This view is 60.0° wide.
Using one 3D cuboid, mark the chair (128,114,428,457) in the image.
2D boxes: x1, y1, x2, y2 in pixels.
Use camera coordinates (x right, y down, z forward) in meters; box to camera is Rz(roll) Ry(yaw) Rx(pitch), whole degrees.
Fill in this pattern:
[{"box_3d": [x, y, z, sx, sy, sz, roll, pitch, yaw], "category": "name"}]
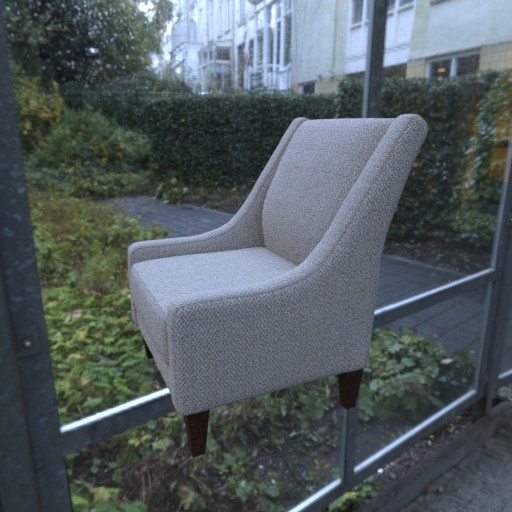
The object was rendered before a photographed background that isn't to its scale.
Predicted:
[{"box_3d": [0.000, 0.000, 1.674, 0.870, 1.014, 0.774, -7, 18, -24], "category": "chair"}]
